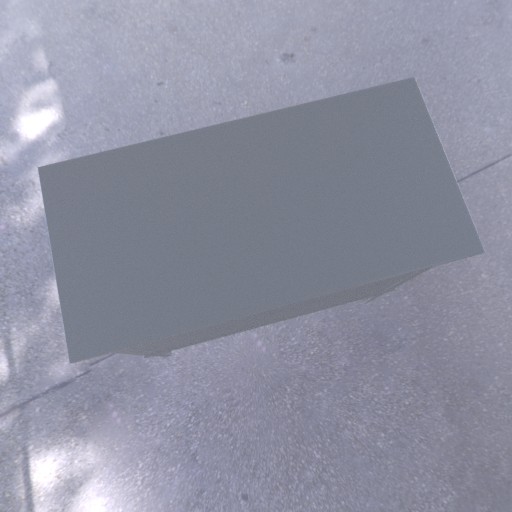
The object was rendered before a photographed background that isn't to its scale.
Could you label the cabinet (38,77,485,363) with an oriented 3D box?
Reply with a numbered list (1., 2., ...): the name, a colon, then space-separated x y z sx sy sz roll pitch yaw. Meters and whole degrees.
1. cabinet: 0.000 0.000 1.245 0.801 0.780 0.396 -15 77 -4
